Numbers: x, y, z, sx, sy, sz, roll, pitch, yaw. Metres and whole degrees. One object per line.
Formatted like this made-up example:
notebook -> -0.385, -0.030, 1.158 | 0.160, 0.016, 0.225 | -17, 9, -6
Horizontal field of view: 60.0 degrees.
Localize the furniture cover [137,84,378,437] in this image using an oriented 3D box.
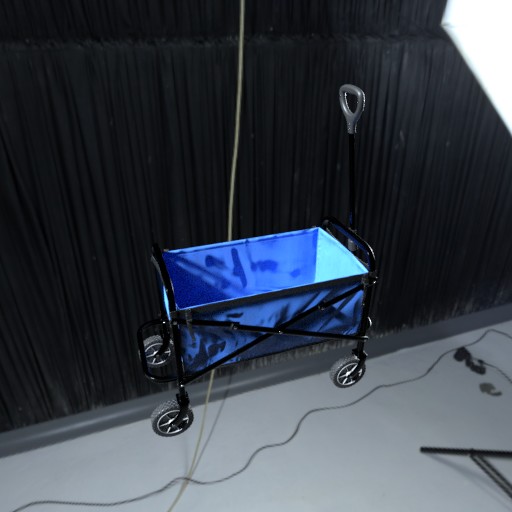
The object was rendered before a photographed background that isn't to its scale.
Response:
furniture cover -> 0.000, 0.000, 1.830 | 1.038, 1.295, 0.532 | -10, 31, -17
